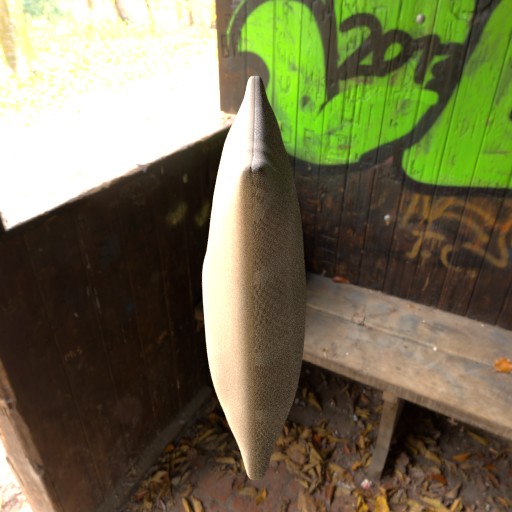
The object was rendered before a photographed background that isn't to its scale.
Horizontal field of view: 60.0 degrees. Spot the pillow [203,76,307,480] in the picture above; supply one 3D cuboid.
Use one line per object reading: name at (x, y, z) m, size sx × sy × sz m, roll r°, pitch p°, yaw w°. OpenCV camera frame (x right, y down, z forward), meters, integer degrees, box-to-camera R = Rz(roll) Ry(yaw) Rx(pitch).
pillow at (0.000, 0.000, 0.657) m, size 0.138 × 0.432 × 0.436 m, roll 0°, pitch 32°, yaw 0°
